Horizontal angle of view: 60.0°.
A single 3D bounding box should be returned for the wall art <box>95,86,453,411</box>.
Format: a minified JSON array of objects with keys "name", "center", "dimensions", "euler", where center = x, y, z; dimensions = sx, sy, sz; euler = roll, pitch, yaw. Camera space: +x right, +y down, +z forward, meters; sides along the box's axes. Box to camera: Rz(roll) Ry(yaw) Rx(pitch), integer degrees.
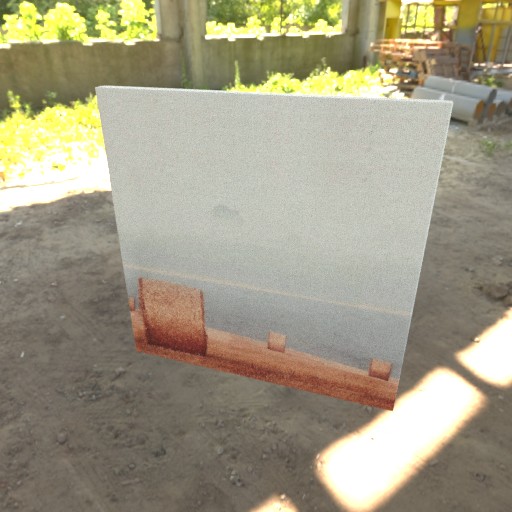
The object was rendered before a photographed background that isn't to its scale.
[{"name":"wall art","center":[0.000,0.000,0.582],"dimensions":[0.405,0.405,0.023],"euler":[9,29,16]}]
